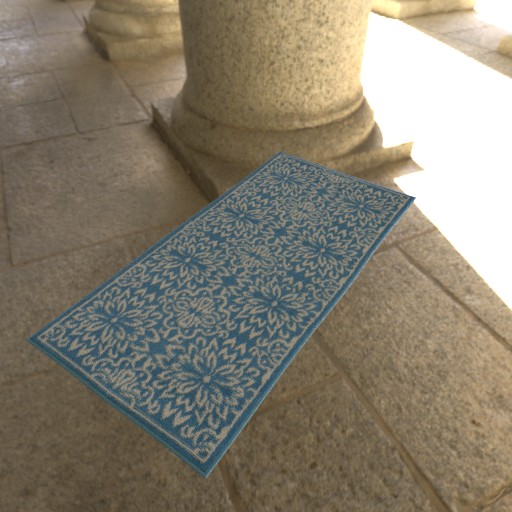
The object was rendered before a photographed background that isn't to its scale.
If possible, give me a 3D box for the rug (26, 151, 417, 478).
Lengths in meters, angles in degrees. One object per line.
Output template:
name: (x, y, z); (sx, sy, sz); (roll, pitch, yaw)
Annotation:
rug: (0.000, 0.000, 1.391); (0.604, 0.007, 1.219); (25, 47, 25)
